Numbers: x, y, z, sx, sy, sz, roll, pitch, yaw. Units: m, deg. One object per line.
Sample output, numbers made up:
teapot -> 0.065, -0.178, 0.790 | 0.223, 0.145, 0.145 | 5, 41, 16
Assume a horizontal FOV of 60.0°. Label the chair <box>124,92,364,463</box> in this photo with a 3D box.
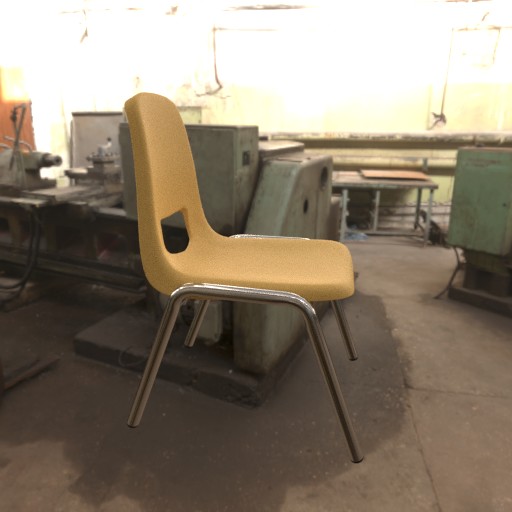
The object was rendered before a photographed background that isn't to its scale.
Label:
chair -> 0.000, 0.000, 0.840 | 0.423, 0.586, 0.354 | 3, 17, 10
